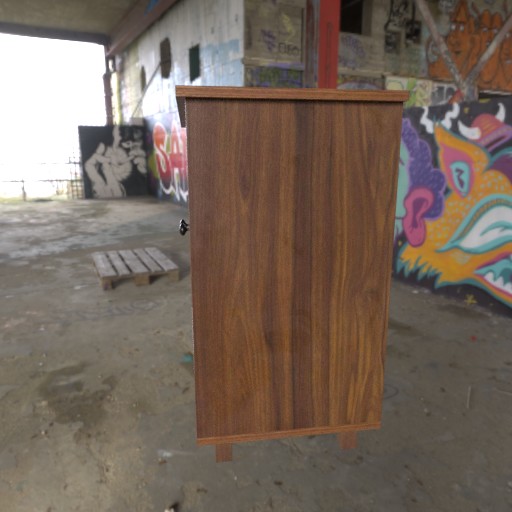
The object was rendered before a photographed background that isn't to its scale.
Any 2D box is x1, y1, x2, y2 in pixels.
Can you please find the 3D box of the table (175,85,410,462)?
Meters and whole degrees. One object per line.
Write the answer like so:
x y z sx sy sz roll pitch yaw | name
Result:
0.000 0.000 1.166 0.390 0.725 0.802 -2 13 -8 | table
